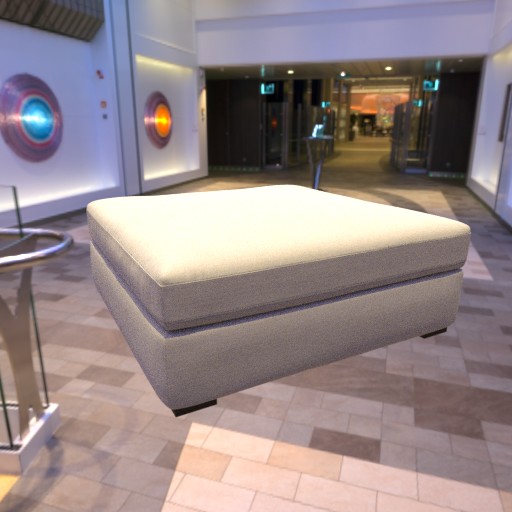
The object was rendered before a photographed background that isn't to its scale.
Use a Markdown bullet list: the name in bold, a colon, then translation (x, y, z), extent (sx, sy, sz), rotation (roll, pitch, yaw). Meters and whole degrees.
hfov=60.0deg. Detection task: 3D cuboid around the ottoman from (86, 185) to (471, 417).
- **ottoman**: translation (0.000, 0.000, 1.826), extent (1.167, 0.482, 1.163), rotation (-9, 19, -27)
